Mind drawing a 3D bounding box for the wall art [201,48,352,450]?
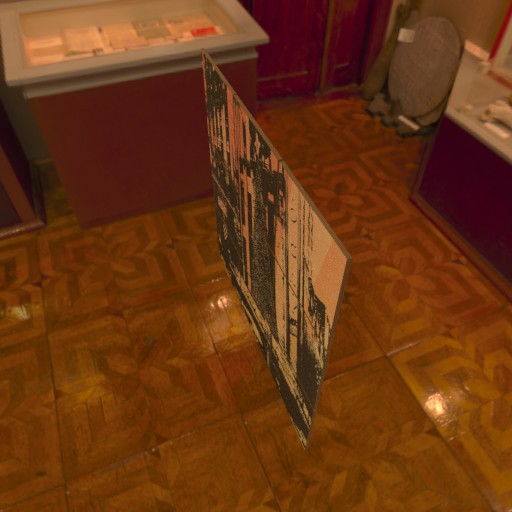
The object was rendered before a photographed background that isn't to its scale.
[{"bbox_3d":[0.000,0.000,1.835,0.013,1.216,1.216,-16,49,-14],"label":"wall art"}]
